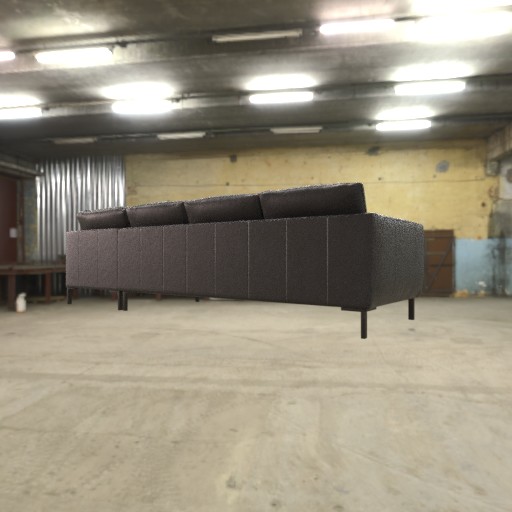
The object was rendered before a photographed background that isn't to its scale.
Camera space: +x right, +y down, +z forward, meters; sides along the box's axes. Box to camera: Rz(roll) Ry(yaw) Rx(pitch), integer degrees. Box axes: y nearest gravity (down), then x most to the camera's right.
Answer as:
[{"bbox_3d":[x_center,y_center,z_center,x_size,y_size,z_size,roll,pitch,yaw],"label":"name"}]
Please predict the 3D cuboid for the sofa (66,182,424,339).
[{"bbox_3d":[0.000,0.000,3.931,2.984,0.877,1.938,0,0,37],"label":"sofa"}]
